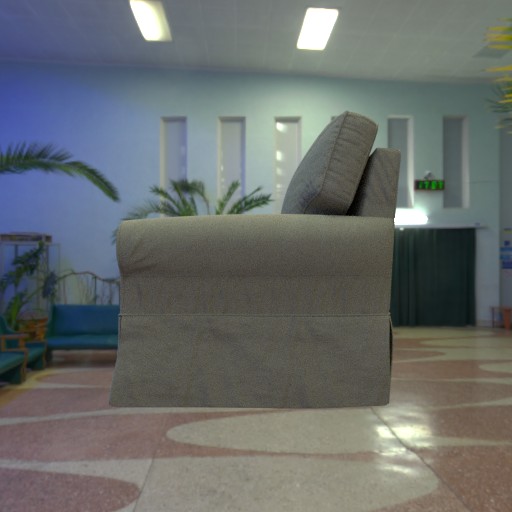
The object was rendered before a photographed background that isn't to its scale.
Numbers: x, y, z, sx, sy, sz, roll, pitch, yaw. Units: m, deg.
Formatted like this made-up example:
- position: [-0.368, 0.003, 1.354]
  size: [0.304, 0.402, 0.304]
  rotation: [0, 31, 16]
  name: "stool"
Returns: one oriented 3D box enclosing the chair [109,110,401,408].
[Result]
- position: [0.000, 0.000, 1.950]
  size: [0.988, 1.017, 1.135]
  rotation: [0, -1, 0]
  name: "chair"
